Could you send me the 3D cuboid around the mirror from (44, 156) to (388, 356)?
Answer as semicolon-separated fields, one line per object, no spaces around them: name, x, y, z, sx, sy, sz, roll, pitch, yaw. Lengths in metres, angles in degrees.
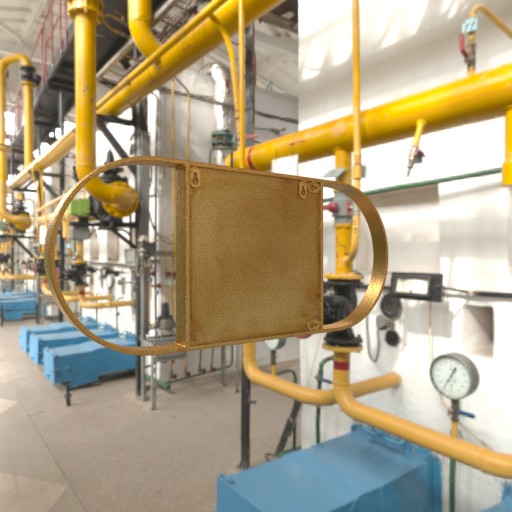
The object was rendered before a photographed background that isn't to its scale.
mirror;0.000;0.000;0.673;0.584;0.254;0.032;0;0;-35
